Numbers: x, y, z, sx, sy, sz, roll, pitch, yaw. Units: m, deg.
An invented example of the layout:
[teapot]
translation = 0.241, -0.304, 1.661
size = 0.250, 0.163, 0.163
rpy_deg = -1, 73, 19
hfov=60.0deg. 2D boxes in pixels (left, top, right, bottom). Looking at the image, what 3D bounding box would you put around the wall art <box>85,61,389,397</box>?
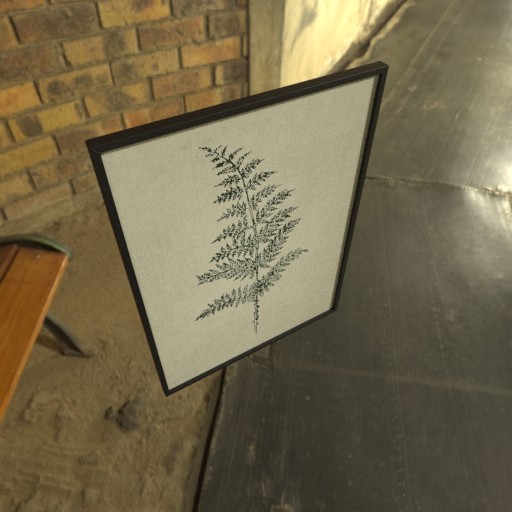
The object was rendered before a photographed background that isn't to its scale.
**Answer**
[wall art]
translation = 0.000, 0.000, 1.432
size = 0.802, 1.070, 0.036
rpy_deg = -23, 50, -21
